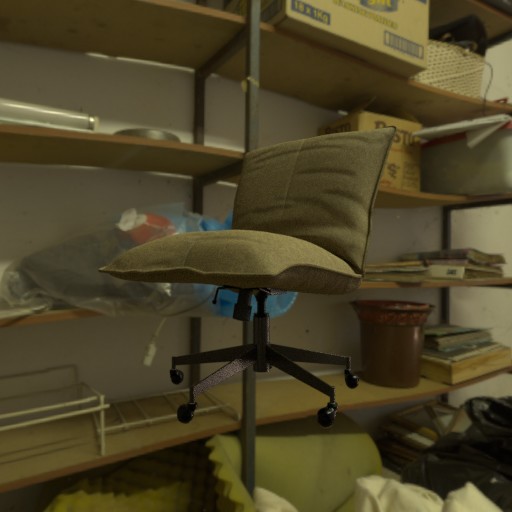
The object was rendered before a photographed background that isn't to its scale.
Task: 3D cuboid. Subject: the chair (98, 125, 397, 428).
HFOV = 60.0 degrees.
[{"bbox_3d":[0.000,0.000,1.282,0.597,0.811,0.696,0,0,37],"label":"chair"}]
